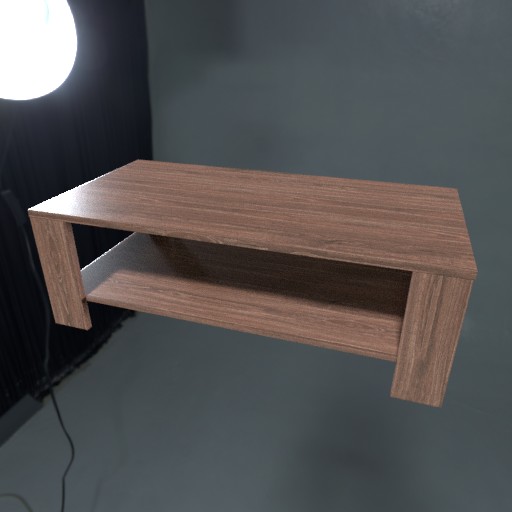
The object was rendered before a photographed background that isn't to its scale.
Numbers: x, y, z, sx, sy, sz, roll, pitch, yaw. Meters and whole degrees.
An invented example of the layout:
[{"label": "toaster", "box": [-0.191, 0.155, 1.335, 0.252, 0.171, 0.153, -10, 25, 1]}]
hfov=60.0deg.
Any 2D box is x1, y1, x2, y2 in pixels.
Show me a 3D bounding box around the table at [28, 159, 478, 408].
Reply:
[{"label": "table", "box": [0.000, 0.000, 1.465, 1.200, 0.400, 0.600, 8, 28, 16]}]
